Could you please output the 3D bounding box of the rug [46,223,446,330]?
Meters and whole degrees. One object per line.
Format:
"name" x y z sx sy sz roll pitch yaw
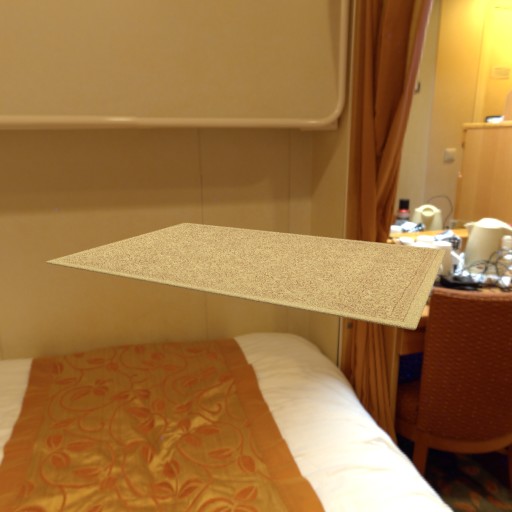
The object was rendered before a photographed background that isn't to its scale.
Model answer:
"rug" 0.000 0.000 2.416 1.829 0.010 1.219 8 17 26
